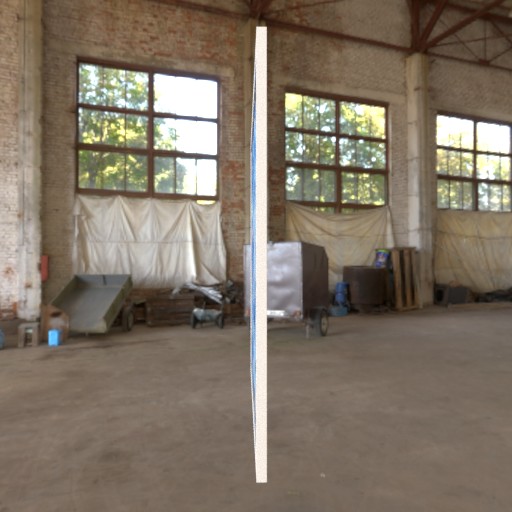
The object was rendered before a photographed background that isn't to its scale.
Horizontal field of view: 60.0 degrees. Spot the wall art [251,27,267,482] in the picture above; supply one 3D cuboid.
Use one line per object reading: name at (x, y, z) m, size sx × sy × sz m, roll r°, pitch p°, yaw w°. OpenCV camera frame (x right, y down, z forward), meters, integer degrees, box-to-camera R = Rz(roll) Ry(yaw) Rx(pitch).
wall art at (0.000, 0.000, 0.972) m, size 0.015 × 0.660 × 0.660 m, roll 0°, pitch -1°, yaw -1°
